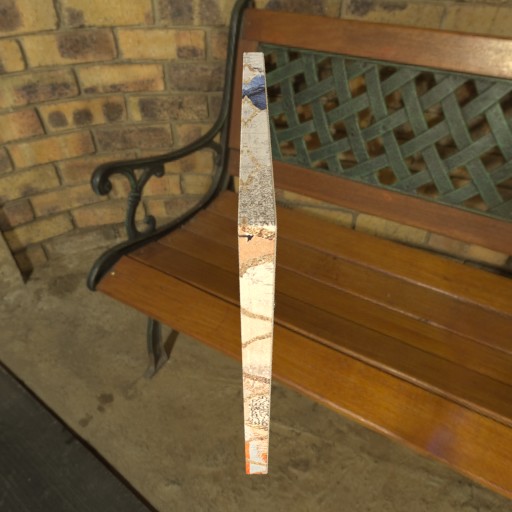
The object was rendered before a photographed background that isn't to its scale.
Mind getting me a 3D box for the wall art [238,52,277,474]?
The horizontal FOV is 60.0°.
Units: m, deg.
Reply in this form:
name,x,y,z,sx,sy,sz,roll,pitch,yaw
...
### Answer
name,x,y,z,sx,sy,sz,roll,pitch,yaw
wall art,0.000,0.000,0.749,0.038,0.508,0.507,0,41,0
